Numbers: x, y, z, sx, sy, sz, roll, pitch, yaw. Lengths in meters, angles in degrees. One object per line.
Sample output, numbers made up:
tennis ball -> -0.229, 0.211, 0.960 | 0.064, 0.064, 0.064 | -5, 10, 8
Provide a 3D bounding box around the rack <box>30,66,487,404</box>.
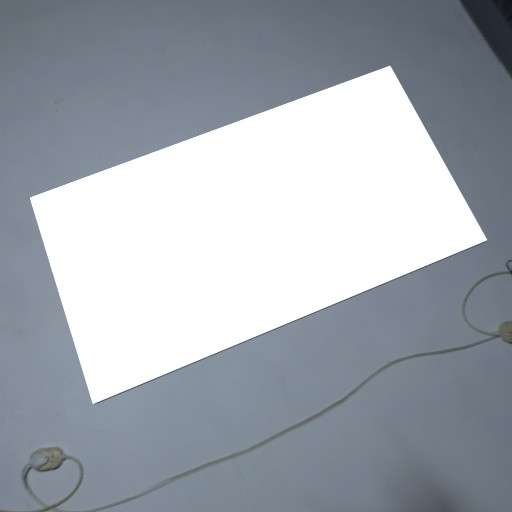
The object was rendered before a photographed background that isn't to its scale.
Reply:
rack -> 0.000, 0.000, 1.689 | 1.159, 0.880, 0.613 | -22, 77, -5
